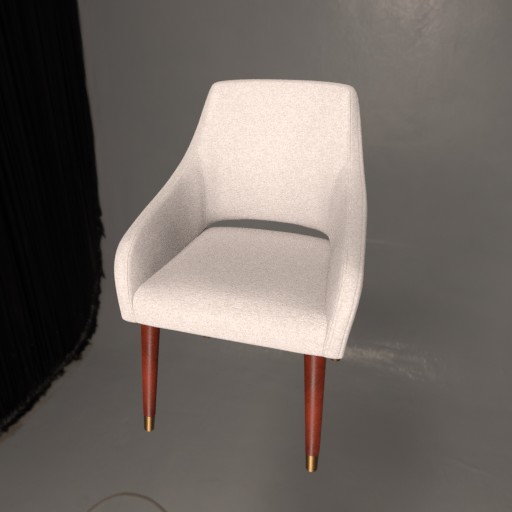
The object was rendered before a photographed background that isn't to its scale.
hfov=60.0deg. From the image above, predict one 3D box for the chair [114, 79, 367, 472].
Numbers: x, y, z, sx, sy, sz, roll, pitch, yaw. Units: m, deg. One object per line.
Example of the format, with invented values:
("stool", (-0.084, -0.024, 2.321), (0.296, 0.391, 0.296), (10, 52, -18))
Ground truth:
("chair", (0.000, 0.000, 1.259), (0.609, 0.889, 0.600), (7, 27, 15))
